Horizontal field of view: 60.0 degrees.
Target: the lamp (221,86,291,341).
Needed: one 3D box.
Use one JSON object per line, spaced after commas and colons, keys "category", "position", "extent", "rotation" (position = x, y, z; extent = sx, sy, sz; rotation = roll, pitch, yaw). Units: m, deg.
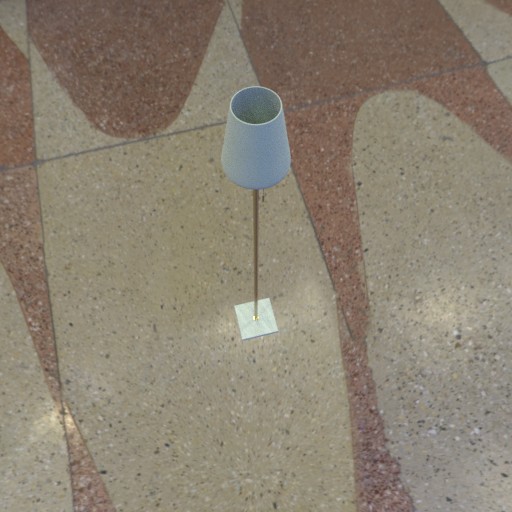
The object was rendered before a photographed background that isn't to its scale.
{"category": "lamp", "position": [0.000, 0.000, 2.000], "extent": [0.232, 1.813, 0.229], "rotation": [-12, 64, -6]}
